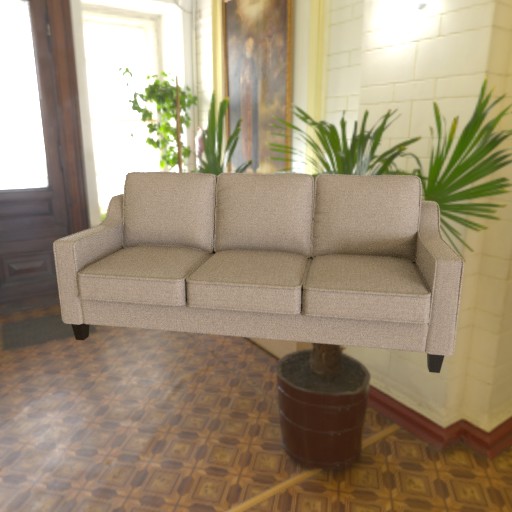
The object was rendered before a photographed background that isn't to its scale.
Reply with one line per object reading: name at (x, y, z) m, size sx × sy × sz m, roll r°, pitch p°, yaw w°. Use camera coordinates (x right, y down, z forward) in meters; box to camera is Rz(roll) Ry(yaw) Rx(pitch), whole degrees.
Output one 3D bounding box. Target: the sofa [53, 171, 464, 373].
sofa at (0.000, 0.000, 2.657) m, size 2.129 × 0.950 × 0.899 m, roll 3°, pitch 15°, yaw 11°
